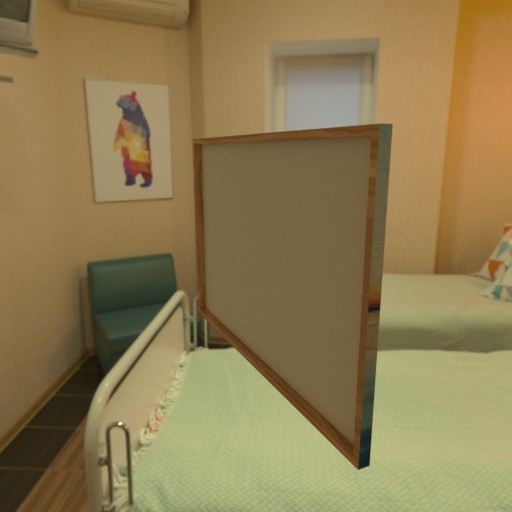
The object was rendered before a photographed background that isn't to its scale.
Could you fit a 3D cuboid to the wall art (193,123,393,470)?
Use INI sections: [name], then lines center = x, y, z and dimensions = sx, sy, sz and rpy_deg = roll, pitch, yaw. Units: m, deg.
[wall art]
center = 0.000, 0.000, 0.757
dimensions = 0.018, 0.402, 0.604
rpy_deg = -6, 15, -25
